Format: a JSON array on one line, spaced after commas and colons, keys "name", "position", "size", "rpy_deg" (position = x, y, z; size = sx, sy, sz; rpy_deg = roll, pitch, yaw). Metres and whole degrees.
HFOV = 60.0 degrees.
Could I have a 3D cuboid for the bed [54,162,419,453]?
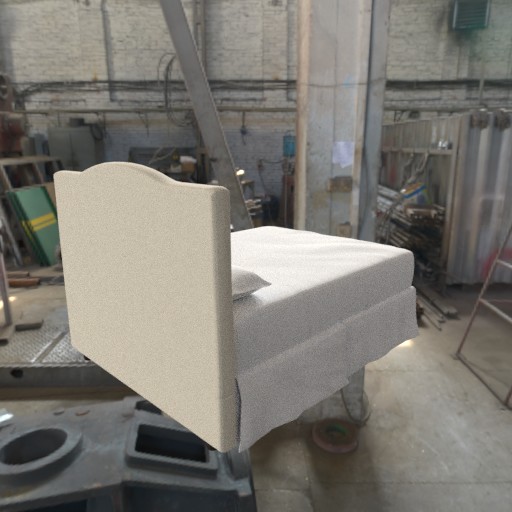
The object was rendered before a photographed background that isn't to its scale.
[{"name": "bed", "position": [0.000, 0.000, 3.335], "size": [1.741, 1.449, 2.196], "rpy_deg": [14, 20, 42]}]
